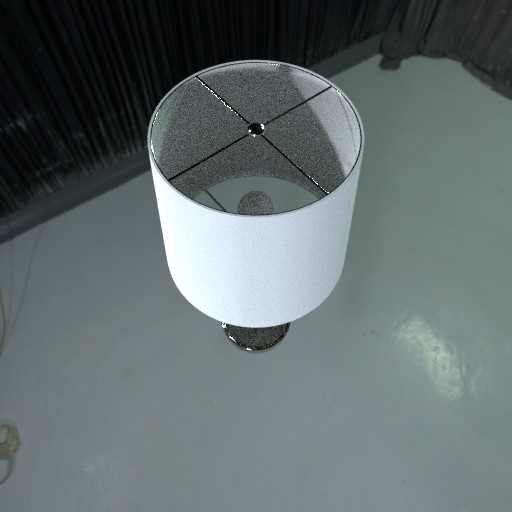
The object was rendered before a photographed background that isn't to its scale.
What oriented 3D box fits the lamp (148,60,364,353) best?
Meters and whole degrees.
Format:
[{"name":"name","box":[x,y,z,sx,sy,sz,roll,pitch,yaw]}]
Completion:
[{"name":"lamp","box":[0.000,0.000,0.794,0.303,0.618,0.303,0,60,0]}]
